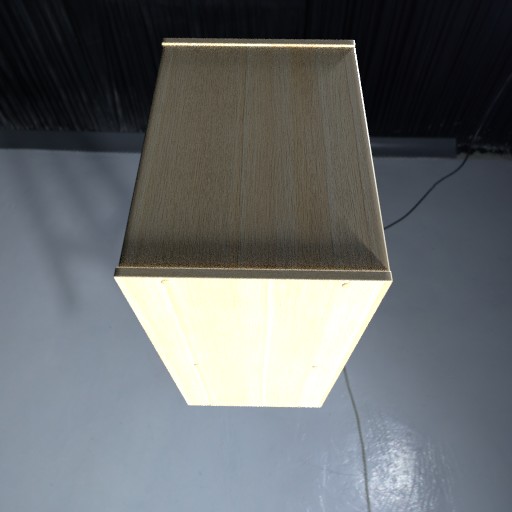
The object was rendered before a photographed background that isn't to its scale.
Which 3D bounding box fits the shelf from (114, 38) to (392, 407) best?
[{"bbox_3d":[0.000,0.000,0.819,0.290,0.592,0.414,1,59,1],"label":"shelf"}]
